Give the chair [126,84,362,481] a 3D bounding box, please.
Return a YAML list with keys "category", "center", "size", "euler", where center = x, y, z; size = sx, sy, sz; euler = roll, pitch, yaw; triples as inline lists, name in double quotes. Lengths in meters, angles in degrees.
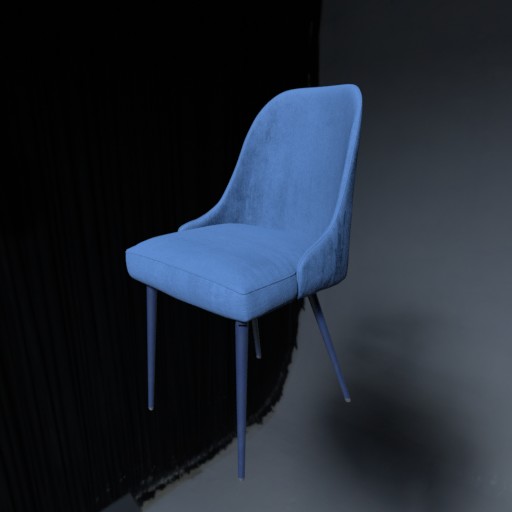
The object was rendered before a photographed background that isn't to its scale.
- category: "chair"
  center: [0.000, 0.000, 1.198]
  size: [0.559, 0.896, 0.478]
  euler: [-15, 21, -43]
